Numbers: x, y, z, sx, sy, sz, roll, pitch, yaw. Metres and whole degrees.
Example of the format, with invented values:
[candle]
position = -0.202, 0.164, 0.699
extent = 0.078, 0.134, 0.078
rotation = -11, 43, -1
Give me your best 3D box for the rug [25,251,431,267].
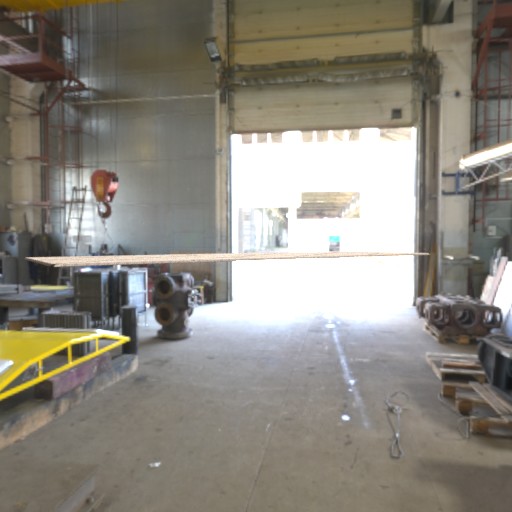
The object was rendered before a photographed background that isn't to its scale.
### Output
[rug]
position = 0.000, 0.000, 2.712
extent = 2.438, 0.012, 0.762
rotation = -1, 3, -35
